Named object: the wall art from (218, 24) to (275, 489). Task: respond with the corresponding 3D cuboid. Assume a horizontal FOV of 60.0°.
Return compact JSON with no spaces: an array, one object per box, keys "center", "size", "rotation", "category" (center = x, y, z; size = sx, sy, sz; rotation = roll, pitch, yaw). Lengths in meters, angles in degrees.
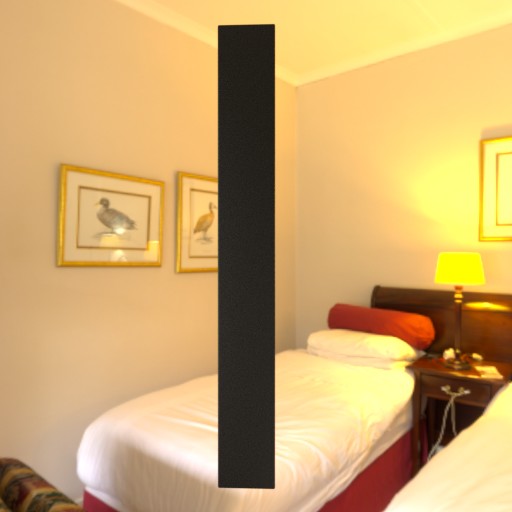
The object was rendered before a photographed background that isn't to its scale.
[{"center":[0.000,0.000,0.435],"size":[0.037,0.299,0.299],"rotation":[0,0,2],"category":"wall art"}]
